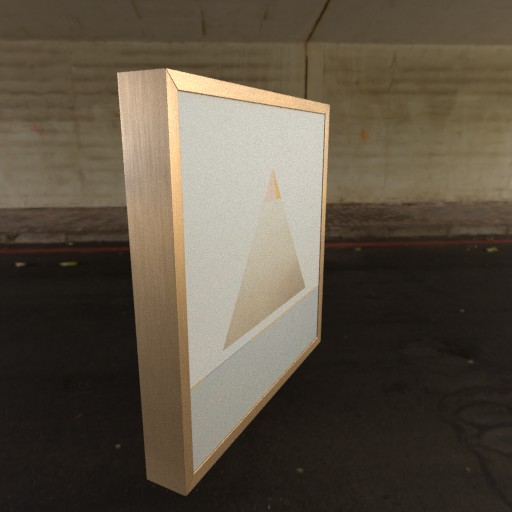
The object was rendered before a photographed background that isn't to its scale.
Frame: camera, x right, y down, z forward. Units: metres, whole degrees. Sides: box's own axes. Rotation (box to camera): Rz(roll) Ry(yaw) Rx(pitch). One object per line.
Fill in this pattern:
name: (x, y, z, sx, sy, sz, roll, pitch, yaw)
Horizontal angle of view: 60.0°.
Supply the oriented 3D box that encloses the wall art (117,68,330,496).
wall art: (0.000, 0.000, 0.438, 0.038, 0.303, 0.305, 7, 16, 26)
